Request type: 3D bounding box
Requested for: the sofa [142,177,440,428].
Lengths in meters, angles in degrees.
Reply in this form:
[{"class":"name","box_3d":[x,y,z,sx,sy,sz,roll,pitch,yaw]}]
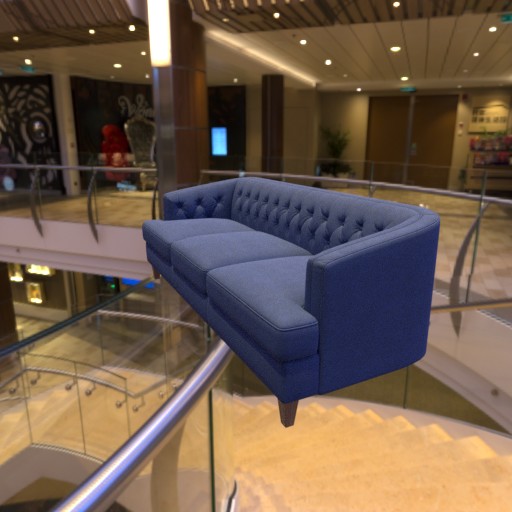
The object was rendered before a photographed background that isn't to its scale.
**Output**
[{"class":"sofa","box_3d":[0.000,0.000,2.717,0.914,0.787,2.235,-7,17,-25]}]
